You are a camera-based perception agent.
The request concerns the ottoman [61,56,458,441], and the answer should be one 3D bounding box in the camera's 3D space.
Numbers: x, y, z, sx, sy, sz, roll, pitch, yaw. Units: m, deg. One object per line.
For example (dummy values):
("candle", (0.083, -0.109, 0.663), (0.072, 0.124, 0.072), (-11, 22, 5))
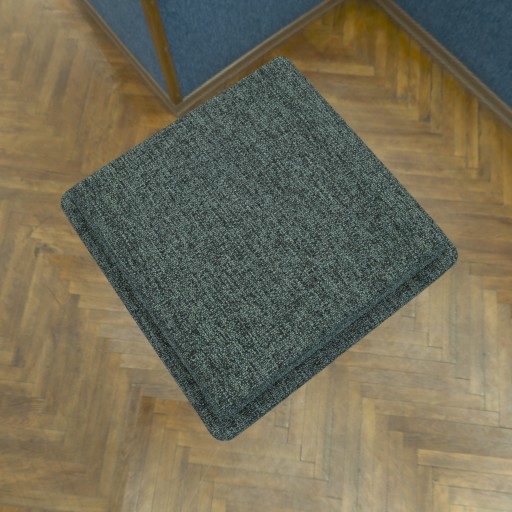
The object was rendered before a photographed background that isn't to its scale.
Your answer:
("ottoman", (0.000, 0.000, 0.831), (0.450, 0.463, 0.450), (-36, 78, -9))
